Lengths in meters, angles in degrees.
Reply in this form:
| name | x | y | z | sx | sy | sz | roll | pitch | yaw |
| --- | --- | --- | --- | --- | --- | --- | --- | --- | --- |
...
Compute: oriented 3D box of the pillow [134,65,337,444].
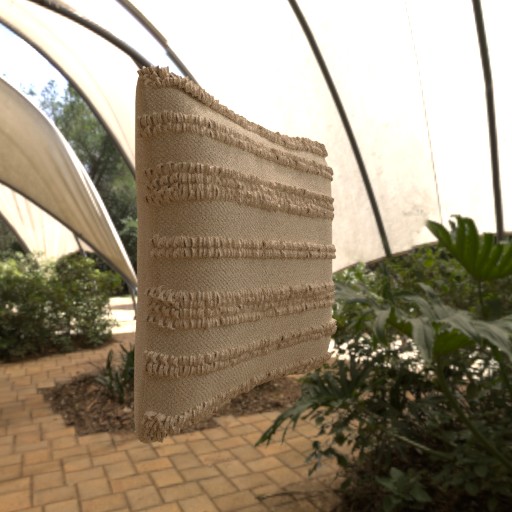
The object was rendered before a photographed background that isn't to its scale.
| name | x | y | z | sx | sy | sz | roll | pitch | yaw |
| --- | --- | --- | --- | --- | --- | --- | --- | --- | --- |
| pillow | 0.000 | 0.000 | 0.656 | 0.145 | 0.427 | 0.437 | 0 | -1 | 35 |
